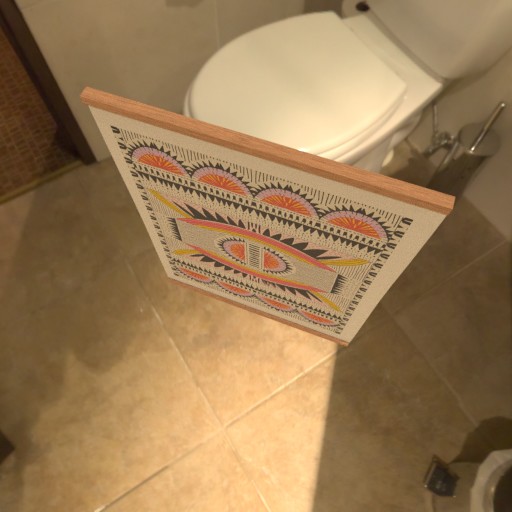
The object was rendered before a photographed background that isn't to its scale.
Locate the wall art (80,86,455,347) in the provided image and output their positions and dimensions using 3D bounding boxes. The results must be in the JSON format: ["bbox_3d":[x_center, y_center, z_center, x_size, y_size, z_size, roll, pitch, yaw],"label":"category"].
[{"bbox_3d":[0.000,0.000,1.312,0.765,1.016,0.028,19,66,9],"label":"wall art"}]
